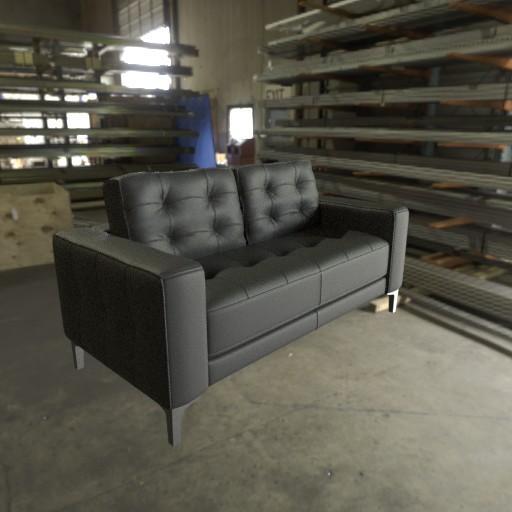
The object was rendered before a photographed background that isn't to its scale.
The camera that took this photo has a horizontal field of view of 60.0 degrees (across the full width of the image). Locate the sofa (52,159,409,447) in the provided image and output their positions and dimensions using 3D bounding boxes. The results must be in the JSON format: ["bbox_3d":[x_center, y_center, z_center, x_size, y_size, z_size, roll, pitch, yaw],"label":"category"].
[{"bbox_3d":[0.000,0.000,2.257,0.833,0.893,1.726,15,22,42],"label":"sofa"}]
